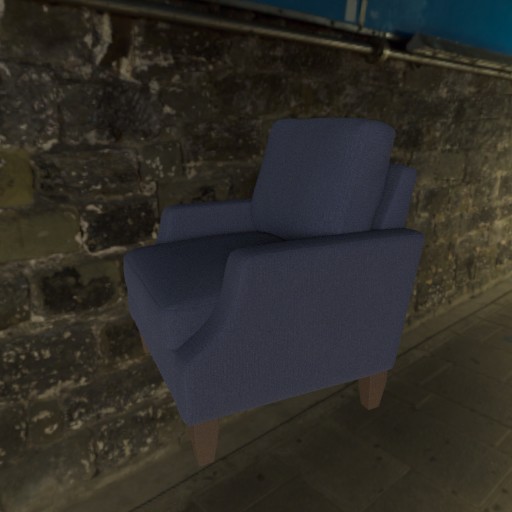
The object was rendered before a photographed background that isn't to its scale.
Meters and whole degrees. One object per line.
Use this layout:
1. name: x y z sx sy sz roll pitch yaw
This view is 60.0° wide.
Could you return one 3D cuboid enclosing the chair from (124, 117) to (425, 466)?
1. chair: 0.000 0.000 1.661 0.897 0.991 0.855 -8 18 -24
